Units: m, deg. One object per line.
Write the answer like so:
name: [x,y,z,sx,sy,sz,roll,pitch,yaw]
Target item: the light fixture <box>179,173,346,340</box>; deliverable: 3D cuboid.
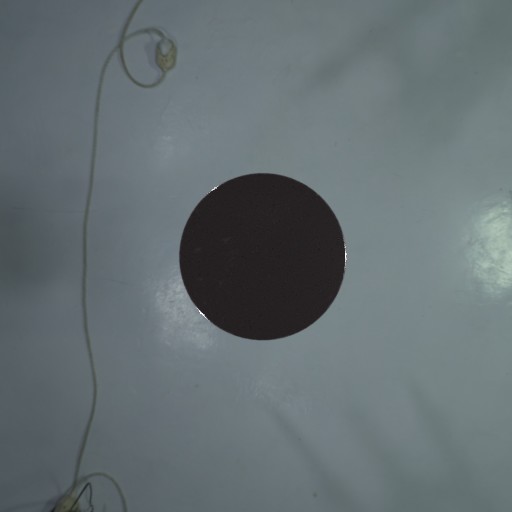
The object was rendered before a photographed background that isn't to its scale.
light fixture: [0.000,0.000,1.547,0.484,1.271,0.489,0,90,-2]
